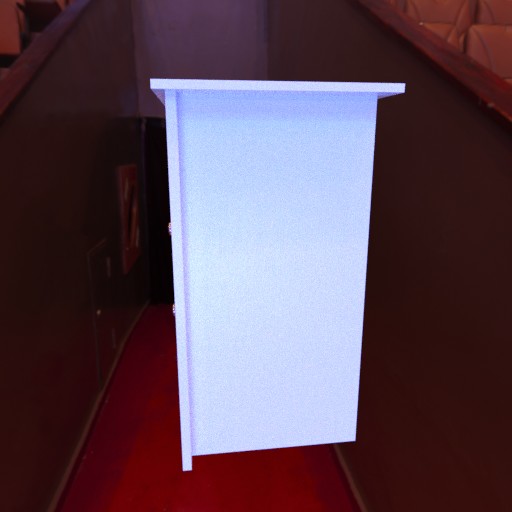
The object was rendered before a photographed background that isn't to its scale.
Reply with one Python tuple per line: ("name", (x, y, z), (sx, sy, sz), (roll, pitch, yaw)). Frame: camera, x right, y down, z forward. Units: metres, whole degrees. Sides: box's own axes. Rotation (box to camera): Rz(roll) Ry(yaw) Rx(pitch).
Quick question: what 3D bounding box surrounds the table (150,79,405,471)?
("table", (0.000, 0.000, 1.061), (0.406, 0.711, 0.589), (-2, 15, -7))
